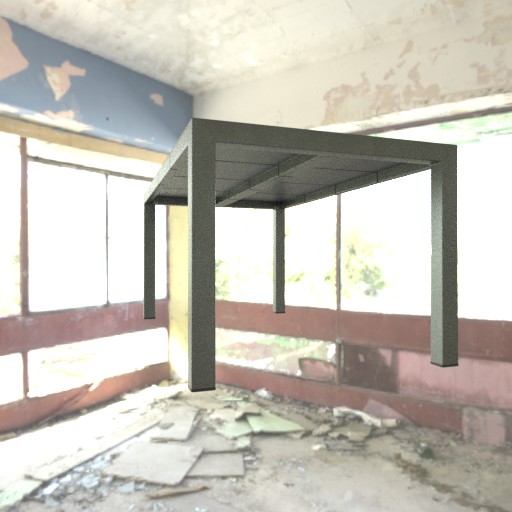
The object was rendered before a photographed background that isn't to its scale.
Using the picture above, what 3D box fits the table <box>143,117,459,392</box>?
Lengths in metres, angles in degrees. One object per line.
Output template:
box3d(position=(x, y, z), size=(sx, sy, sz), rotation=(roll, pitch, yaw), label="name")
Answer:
box3d(position=(0.000, 0.000, 1.285), size=(0.559, 0.460, 0.965), rotation=(0, 0, -19), label="table")
